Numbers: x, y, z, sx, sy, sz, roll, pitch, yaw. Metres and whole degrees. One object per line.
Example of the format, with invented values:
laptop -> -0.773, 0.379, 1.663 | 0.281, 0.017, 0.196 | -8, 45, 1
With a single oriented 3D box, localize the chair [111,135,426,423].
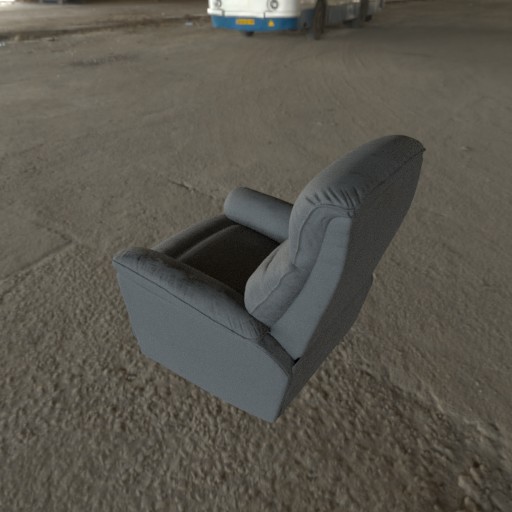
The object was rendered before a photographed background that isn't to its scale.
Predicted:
chair -> 0.000, 0.000, 1.774 | 1.004, 1.037, 0.820 | 21, 38, 29
